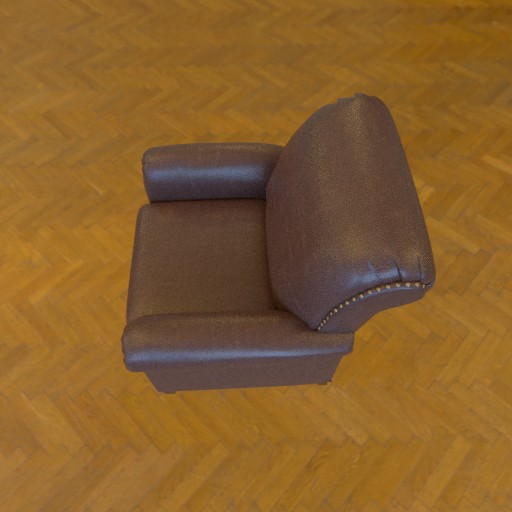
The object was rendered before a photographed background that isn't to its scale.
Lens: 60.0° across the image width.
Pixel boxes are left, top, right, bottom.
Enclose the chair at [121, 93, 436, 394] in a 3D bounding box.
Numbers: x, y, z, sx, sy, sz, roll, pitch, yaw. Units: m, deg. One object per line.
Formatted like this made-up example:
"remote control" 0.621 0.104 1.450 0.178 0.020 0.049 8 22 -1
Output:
"chair" 0.000 0.000 1.578 0.890 0.927 0.854 -2 59 -1
